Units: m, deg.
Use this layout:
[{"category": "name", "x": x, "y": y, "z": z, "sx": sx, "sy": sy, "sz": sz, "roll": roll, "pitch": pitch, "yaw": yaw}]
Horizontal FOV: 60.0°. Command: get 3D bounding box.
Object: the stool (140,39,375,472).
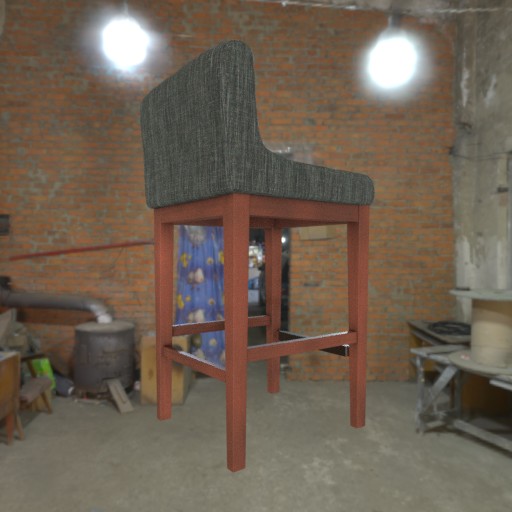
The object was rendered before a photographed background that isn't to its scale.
[{"category": "stool", "x": 0.000, "y": 0.000, "z": 1.106, "sx": 0.459, "sy": 0.835, "sz": 0.395, "roll": 0, "pitch": 0, "yaw": -37}]
